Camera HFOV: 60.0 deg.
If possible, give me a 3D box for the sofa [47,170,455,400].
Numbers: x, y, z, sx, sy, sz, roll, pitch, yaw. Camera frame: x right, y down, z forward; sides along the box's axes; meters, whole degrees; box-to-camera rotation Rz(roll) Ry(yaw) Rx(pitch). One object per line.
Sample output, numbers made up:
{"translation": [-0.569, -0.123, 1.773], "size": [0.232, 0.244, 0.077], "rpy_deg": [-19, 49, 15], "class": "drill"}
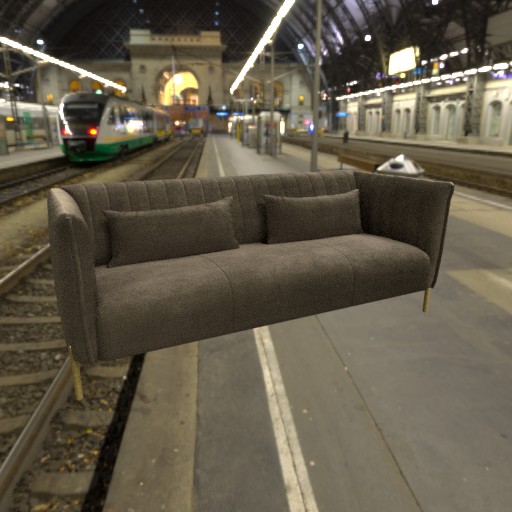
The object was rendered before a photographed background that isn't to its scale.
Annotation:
{"translation": [0.000, 0.000, 2.371], "size": [1.980, 0.780, 0.876], "rpy_deg": [-8, 18, -26], "class": "sofa"}
